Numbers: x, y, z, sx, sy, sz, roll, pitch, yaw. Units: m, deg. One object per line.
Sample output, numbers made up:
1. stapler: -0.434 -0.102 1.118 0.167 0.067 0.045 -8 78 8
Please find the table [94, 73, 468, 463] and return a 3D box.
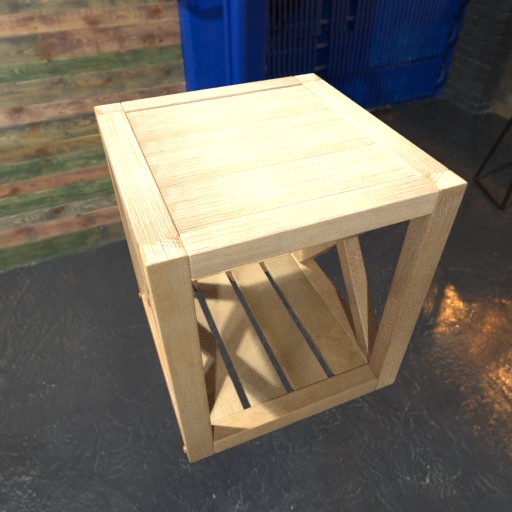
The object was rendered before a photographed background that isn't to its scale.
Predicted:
1. table: 0.000 0.000 1.064 0.558 0.610 0.559 -15 44 -16
